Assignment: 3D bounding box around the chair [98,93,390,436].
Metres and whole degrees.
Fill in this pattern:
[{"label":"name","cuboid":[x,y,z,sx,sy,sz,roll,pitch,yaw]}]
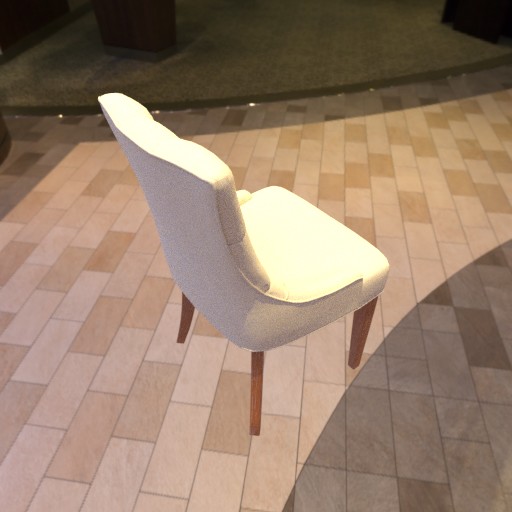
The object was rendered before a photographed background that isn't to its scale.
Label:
[{"label":"chair","cuboid":[0.000,0.000,1.195,0.565,0.874,0.509,-27,47,-28]}]
